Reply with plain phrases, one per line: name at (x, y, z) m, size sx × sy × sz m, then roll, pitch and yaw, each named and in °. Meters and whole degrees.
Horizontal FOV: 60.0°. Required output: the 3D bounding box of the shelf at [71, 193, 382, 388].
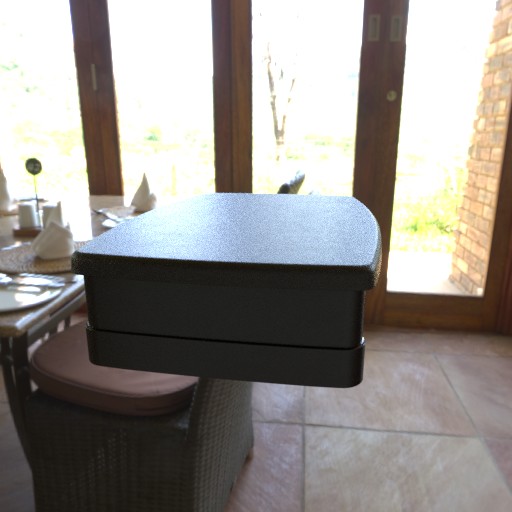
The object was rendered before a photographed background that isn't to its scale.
shelf at (0.000, 0.000, 0.533) m, size 0.280 × 0.100 × 0.410 m, roll 3°, pitch 15°, yaw 9°
